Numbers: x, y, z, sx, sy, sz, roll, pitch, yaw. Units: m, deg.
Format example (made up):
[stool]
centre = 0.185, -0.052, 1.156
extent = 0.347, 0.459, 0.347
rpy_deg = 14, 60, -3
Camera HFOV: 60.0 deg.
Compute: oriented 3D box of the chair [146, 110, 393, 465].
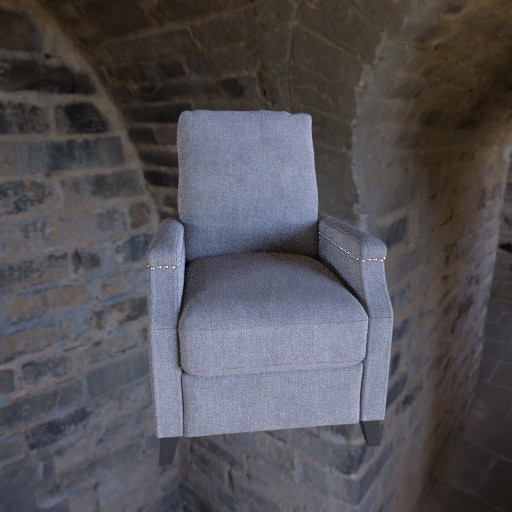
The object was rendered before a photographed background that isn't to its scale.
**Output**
[chair]
centre = 0.000, 0.000, 1.621
extent = 0.710, 1.049, 0.922
rpy_deg = -2, 15, -7
